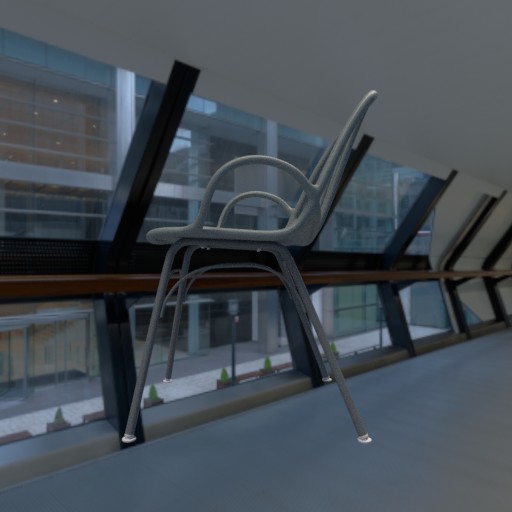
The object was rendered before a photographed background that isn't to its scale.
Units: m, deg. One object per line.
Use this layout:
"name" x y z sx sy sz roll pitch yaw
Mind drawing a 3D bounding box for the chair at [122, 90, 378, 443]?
"chair" 0.000 0.000 1.215 0.597 0.816 0.549 0 0 -1
